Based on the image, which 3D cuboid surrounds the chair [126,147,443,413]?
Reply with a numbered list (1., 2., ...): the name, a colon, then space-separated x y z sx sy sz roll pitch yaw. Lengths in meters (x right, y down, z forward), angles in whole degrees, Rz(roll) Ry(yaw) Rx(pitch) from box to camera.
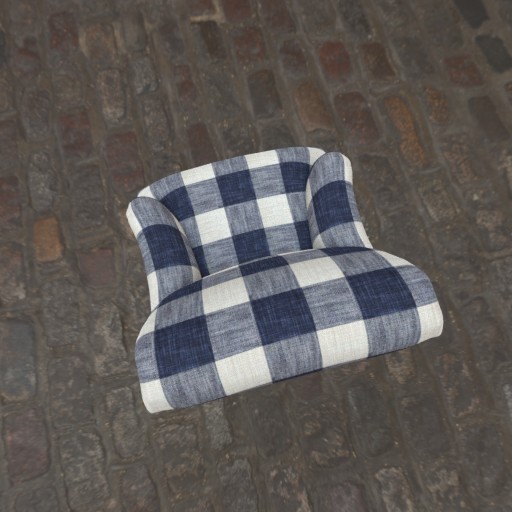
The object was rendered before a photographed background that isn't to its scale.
1. chair: 0.000 0.000 1.556 0.781 0.953 0.848 -14 75 -4
